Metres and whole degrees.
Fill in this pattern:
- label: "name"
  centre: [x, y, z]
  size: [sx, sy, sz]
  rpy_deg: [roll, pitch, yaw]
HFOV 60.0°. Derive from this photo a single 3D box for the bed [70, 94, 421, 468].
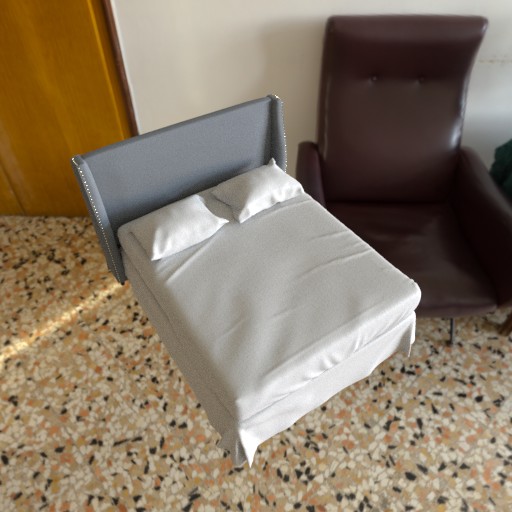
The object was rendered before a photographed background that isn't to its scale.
- label: "bed"
  centre: [0.000, 0.000, 3.533]
  size: [1.925, 1.332, 2.276]
  rpy_deg: [-26, 51, -23]
